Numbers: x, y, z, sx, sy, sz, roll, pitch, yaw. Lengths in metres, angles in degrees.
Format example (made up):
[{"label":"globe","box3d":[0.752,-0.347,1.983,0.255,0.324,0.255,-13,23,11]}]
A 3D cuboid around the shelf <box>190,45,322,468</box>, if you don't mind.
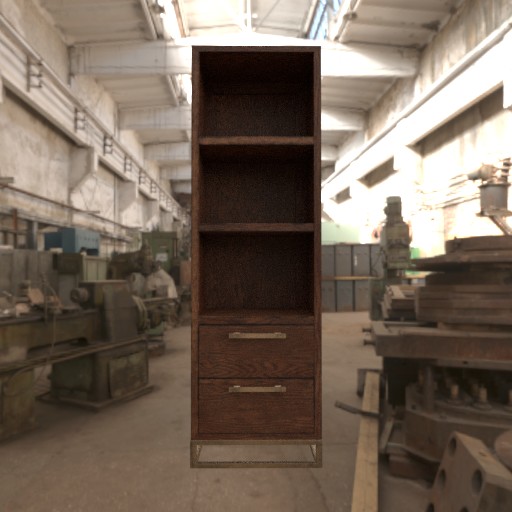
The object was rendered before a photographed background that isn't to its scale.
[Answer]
[{"label":"shelf","box3d":[0.000,0.000,1.990,0.539,1.732,0.395,0,-1,0]}]
